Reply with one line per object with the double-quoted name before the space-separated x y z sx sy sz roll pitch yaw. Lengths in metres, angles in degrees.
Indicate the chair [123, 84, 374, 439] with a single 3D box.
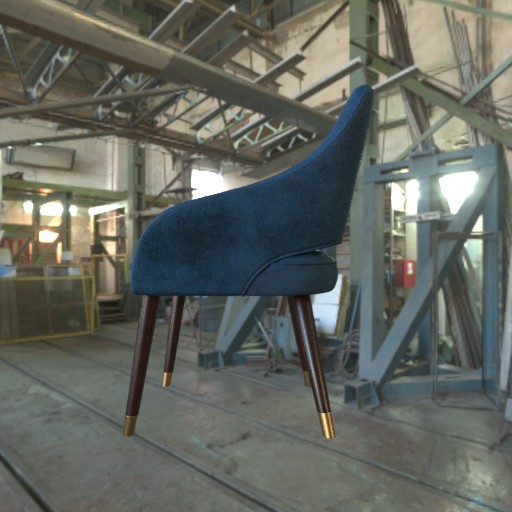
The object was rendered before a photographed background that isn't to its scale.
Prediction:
"chair" 0.000 0.000 1.595 0.794 1.081 0.683 0 -1 1
